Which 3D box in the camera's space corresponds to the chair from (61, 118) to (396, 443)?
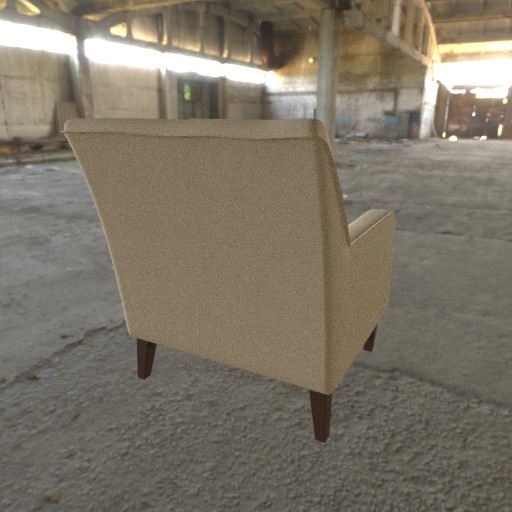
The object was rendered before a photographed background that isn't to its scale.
[{"bbox_3d":[0.000,0.000,1.549,0.780,0.919,0.899,9,19,27],"label":"chair"}]
